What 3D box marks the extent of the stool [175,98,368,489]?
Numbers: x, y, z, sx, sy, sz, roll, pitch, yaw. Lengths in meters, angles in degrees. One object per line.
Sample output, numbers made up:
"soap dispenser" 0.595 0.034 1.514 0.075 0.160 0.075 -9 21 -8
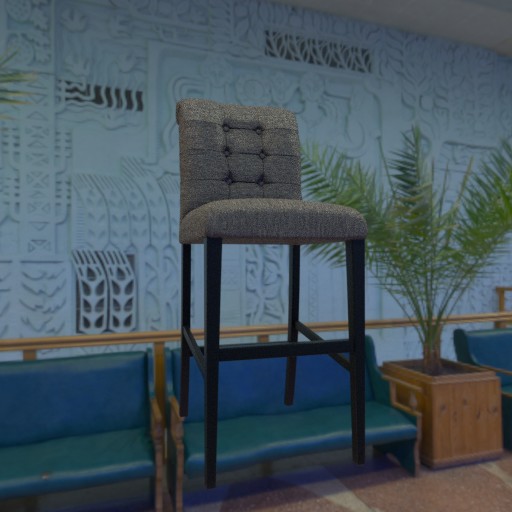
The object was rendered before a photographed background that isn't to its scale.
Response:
"stool" 0.000 0.000 1.413 0.452 1.131 0.613 0 0 -17
